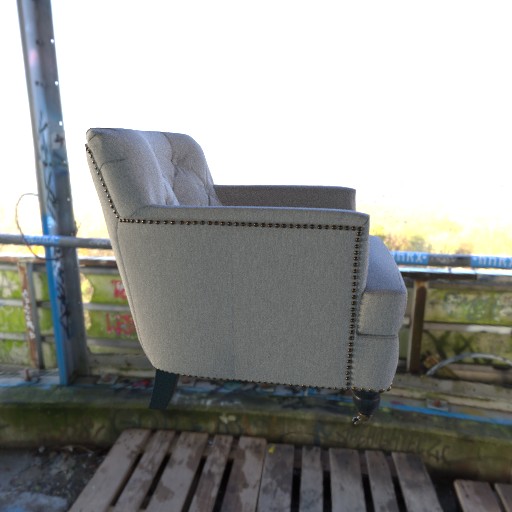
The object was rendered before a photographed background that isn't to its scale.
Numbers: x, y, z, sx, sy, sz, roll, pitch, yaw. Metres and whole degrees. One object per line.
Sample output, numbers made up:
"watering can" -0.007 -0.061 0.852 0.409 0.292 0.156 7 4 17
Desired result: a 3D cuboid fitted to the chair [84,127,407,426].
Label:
"chair" 0.000 0.000 1.490 0.902 0.823 0.737 2 14 9
